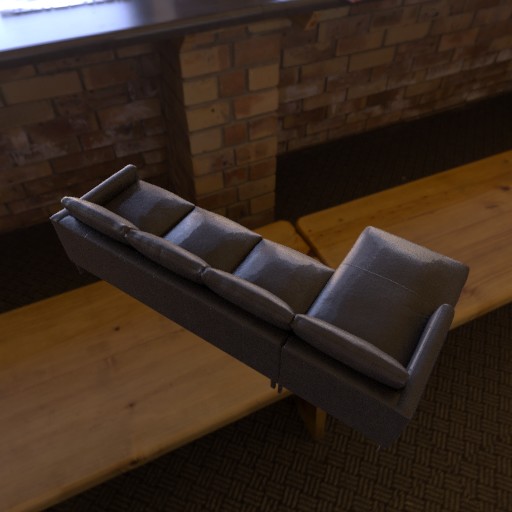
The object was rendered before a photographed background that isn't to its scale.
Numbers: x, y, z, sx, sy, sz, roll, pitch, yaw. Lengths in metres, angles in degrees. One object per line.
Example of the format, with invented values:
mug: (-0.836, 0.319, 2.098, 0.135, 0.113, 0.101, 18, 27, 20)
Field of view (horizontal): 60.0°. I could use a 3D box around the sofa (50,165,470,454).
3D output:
sofa: (0.000, 0.000, 3.550, 2.993, 0.859, 1.471, 26, 52, 22)
